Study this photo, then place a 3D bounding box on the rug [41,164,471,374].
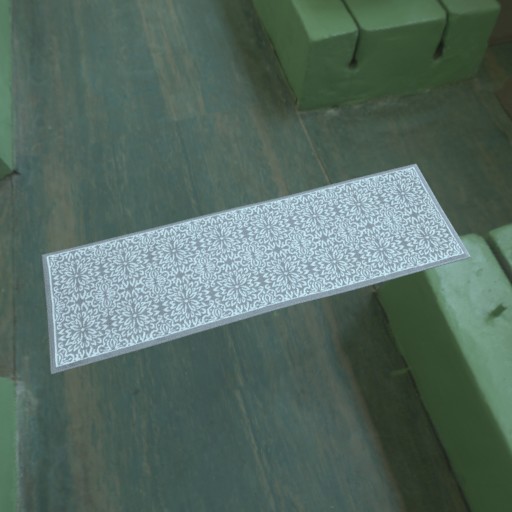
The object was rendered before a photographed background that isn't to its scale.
[{"bbox_3d":[0.000,0.000,2.365,2.196,0.011,0.662,-15,63,-8],"label":"rug"}]
